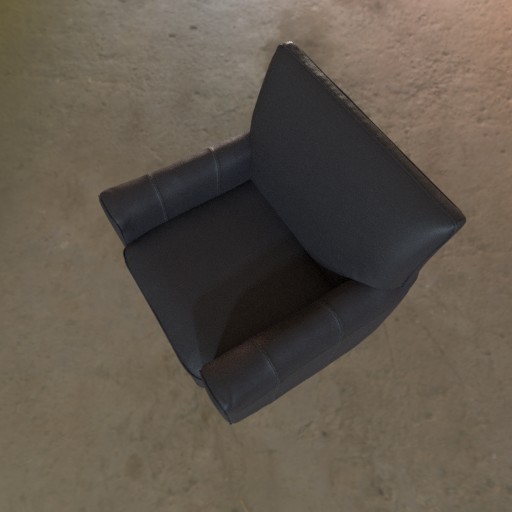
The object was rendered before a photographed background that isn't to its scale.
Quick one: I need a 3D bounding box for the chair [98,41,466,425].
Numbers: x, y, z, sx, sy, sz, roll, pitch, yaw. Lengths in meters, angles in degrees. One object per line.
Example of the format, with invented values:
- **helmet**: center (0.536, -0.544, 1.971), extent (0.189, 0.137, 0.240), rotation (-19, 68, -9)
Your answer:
- **chair**: center (0.000, 0.000, 1.603), extent (0.825, 0.943, 0.870), rotation (-30, 67, -14)
